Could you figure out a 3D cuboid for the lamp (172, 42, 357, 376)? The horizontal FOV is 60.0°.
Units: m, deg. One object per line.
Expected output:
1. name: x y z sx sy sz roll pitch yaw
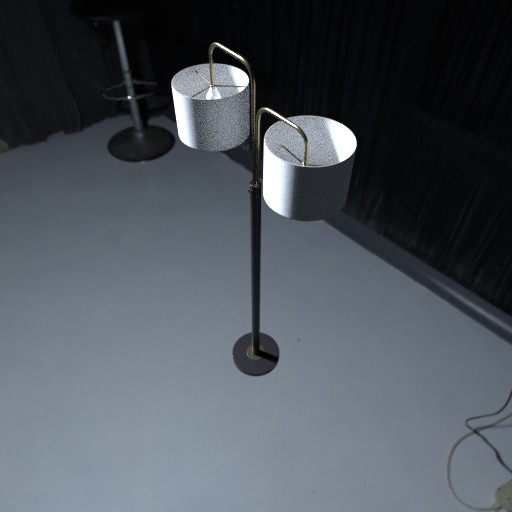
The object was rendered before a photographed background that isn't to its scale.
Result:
1. lamp: 0.000 0.000 1.822 0.254 1.587 0.711 -32 55 -26
